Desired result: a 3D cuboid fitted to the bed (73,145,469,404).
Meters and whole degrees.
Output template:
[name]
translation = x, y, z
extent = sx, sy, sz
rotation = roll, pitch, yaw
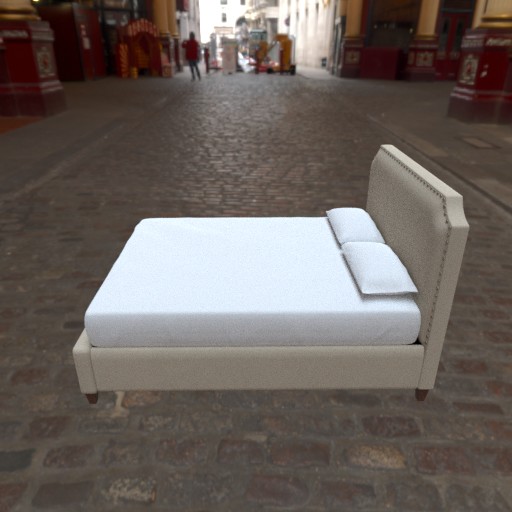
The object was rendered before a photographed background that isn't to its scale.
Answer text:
[bed]
translation = 0.000, 0.000, 3.427
extent = 2.329, 1.415, 1.703
rotation = 0, 26, -1
